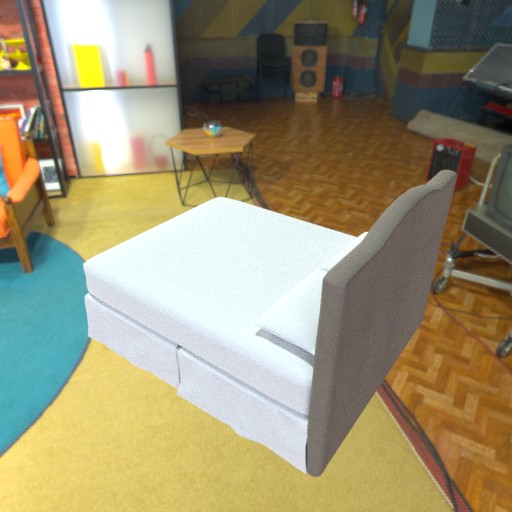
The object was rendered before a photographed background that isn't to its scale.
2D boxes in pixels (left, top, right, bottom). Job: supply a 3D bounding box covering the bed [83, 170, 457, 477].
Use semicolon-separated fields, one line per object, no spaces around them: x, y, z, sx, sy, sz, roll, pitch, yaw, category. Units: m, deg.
0.000;0.000;3.251;2.128;1.441;1.744;21;36;31;bed
